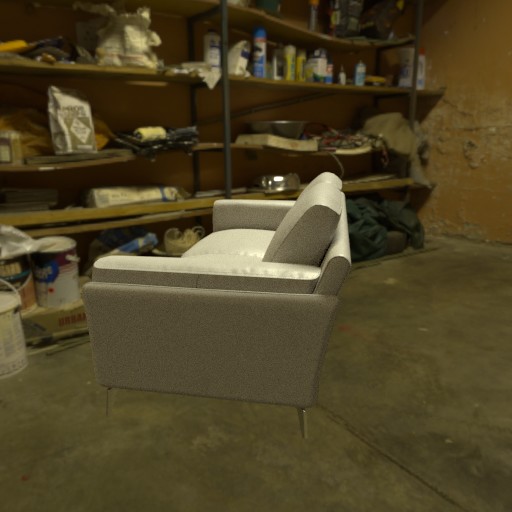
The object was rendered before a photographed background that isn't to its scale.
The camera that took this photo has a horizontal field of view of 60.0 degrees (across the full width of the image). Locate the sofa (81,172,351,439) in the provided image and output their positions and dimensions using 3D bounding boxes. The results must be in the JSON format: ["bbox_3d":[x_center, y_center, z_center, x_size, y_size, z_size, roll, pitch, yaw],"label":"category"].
[{"bbox_3d":[0.000,0.000,2.665,1.049,0.930,2.101,3,15,10],"label":"sofa"}]
